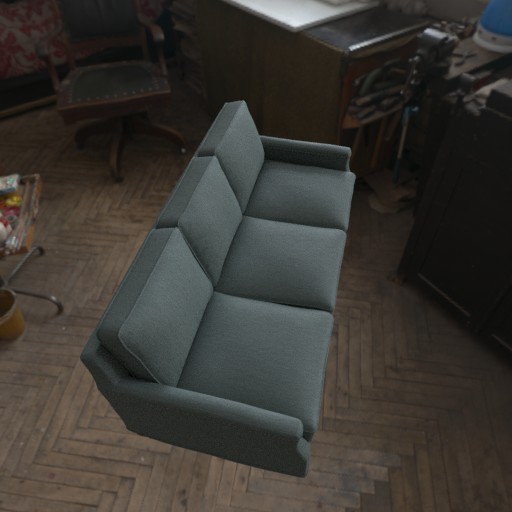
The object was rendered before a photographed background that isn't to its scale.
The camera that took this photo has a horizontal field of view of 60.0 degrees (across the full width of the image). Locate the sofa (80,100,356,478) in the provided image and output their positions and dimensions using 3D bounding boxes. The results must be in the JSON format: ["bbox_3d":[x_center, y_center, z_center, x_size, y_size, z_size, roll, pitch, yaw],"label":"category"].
[{"bbox_3d":[0.000,0.000,2.799,1.084,1.003,2.246,10,49,9],"label":"sofa"}]
